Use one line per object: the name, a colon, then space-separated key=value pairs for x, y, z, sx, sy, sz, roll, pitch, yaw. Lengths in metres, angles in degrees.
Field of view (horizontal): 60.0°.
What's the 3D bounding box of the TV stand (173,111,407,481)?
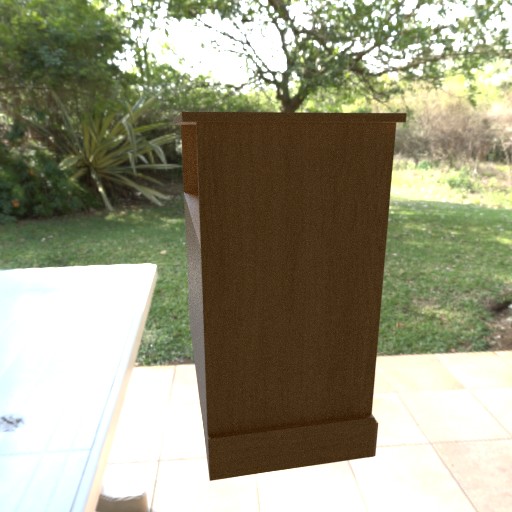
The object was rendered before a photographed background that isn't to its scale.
TV stand: x=0.000 y=0.000 z=1.319 sx=0.430 sy=0.787 sz=0.851 roll=-3 pitch=16 yaw=-11
